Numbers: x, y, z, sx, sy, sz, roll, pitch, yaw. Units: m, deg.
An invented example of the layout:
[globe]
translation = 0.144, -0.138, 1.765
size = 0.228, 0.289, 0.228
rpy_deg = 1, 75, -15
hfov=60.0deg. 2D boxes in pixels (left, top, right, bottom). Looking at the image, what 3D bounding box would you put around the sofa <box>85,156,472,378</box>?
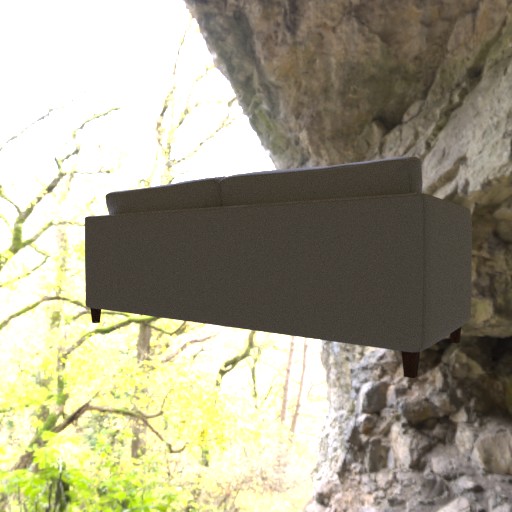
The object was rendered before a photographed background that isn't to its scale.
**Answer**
[sofa]
translation = 0.000, 0.000, 2.813
size = 2.361, 0.962, 0.951
rpy_deg = 1, 1, 36
